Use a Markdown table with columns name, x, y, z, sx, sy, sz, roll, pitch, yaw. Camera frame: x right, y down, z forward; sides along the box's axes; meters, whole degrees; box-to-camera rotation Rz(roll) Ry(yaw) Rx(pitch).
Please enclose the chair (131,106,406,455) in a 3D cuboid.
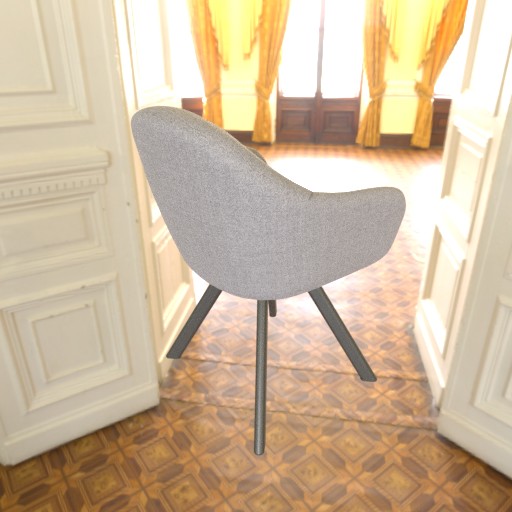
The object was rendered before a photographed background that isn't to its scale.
| name | x | y | z | sx | sy | sz | roll | pitch | yaw |
| --- | --- | --- | --- | --- | --- | --- | --- | --- | --- |
| chair | 0.000 | 0.000 | 1.185 | 0.550 | 0.795 | 0.590 | -18 | 31 | -33 |
